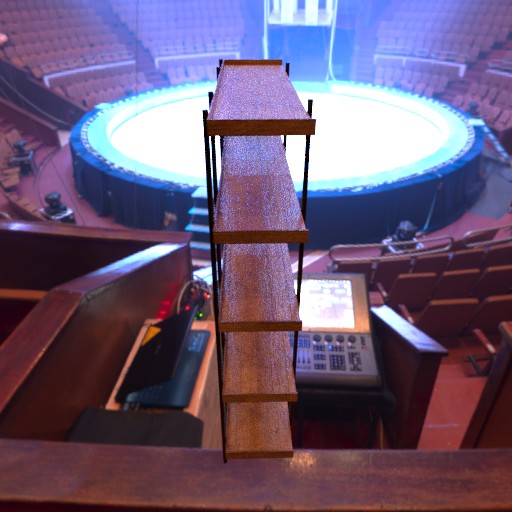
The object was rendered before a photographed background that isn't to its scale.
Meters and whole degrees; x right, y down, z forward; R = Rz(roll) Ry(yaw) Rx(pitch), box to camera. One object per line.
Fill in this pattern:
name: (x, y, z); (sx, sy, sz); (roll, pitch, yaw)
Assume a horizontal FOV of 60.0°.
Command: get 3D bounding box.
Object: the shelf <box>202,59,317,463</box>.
shelf: (0.000, 0.000, 2.413); (0.379, 1.826, 1.371); (-1, 31, -1)
